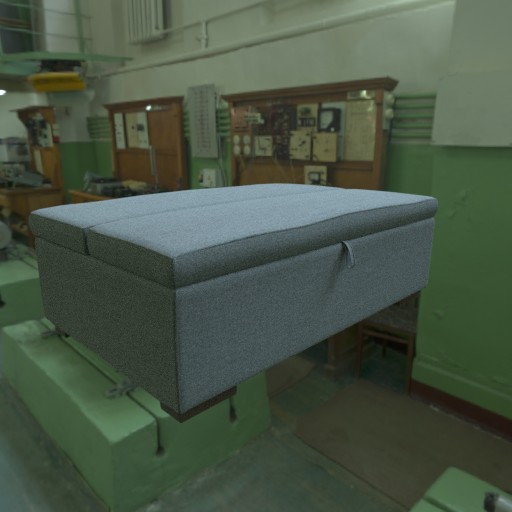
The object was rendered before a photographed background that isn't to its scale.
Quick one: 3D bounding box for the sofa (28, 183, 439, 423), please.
[{"bbox_3d":[0.000,0.000,1.594,0.817,0.434,1.250,14,21,43],"label":"sofa"}]
